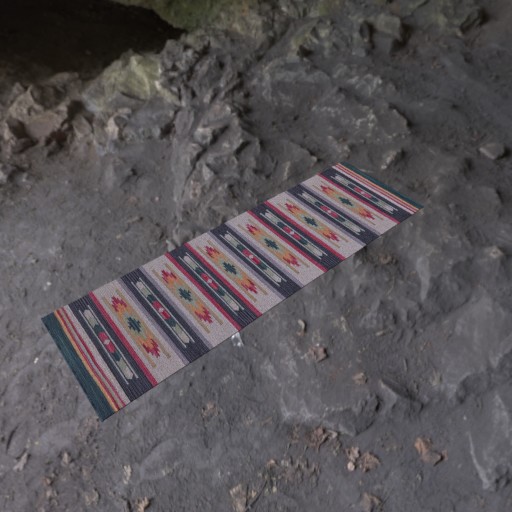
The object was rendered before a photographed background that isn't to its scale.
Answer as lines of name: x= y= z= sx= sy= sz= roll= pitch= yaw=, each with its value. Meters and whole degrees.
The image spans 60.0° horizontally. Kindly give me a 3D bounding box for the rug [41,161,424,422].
rug: x=0.000 y=0.000 z=2.765 sx=2.440 sy=0.009 sz=0.760 roll=-30 pitch=52 yaw=-27
